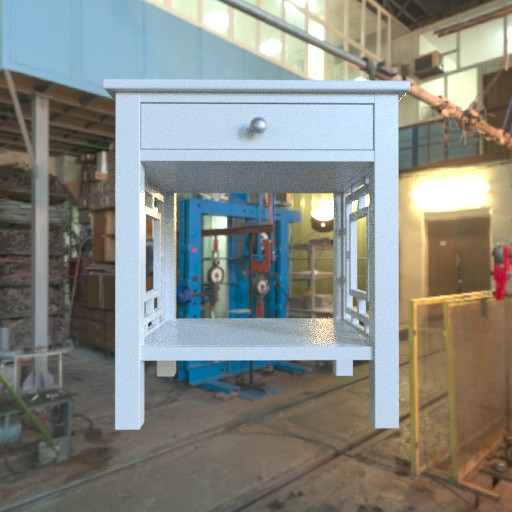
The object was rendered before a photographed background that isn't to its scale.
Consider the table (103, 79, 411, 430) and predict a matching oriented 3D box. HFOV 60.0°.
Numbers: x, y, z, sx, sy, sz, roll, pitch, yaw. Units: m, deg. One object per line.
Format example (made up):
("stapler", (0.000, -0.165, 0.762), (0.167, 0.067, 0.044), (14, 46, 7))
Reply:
("table", (0.000, 0.000, 1.025), (0.564, 0.646, 0.451), (0, 0, -1))
